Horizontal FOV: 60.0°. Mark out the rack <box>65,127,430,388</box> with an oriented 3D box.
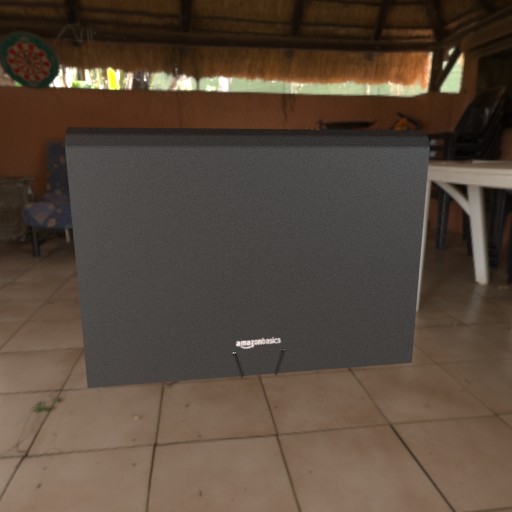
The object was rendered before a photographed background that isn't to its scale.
[{"bbox_3d":[0.000,0.000,0.438,0.330,0.241,0.041,-2,13,-9],"label":"rack"}]
